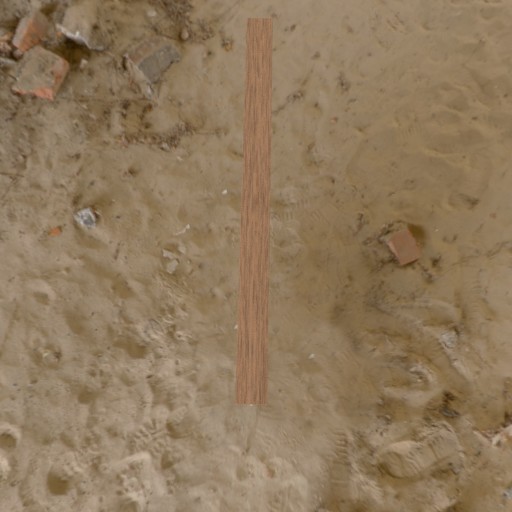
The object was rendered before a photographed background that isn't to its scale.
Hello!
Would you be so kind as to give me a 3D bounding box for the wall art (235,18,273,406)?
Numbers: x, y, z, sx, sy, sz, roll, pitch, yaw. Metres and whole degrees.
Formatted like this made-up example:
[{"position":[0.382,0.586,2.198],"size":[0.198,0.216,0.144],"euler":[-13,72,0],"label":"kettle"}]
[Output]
[{"position":[0.000,0.000,0.689],"size":[0.028,0.527,0.403],"euler":[1,76,0],"label":"wall art"}]
